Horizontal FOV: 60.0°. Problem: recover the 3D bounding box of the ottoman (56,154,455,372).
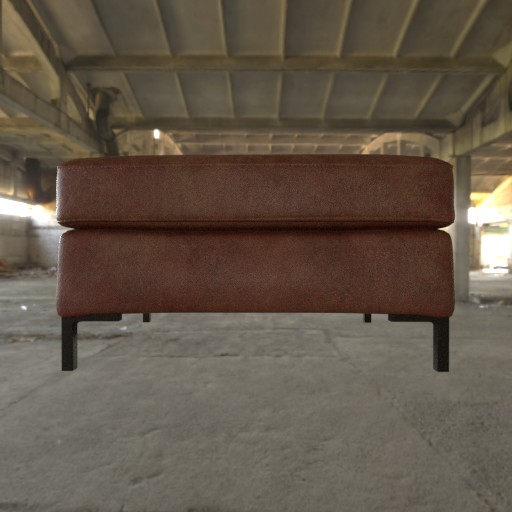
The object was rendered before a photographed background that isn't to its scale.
[{"bbox_3d":[0.000,0.000,1.758,1.186,0.667,0.965,0,0,1],"label":"ottoman"}]
